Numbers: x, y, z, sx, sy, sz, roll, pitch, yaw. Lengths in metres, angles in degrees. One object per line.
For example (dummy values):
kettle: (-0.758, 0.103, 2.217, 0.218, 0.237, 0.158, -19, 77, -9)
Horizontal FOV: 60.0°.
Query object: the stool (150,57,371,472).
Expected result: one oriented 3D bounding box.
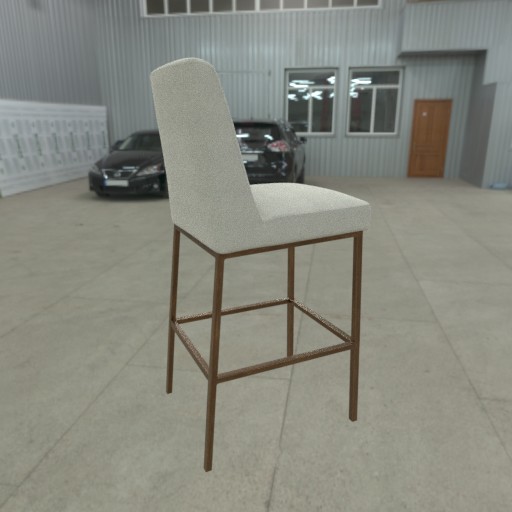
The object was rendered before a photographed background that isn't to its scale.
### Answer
stool: (0.000, 0.000, 1.386, 0.546, 1.084, 0.462, -8, 18, -24)
